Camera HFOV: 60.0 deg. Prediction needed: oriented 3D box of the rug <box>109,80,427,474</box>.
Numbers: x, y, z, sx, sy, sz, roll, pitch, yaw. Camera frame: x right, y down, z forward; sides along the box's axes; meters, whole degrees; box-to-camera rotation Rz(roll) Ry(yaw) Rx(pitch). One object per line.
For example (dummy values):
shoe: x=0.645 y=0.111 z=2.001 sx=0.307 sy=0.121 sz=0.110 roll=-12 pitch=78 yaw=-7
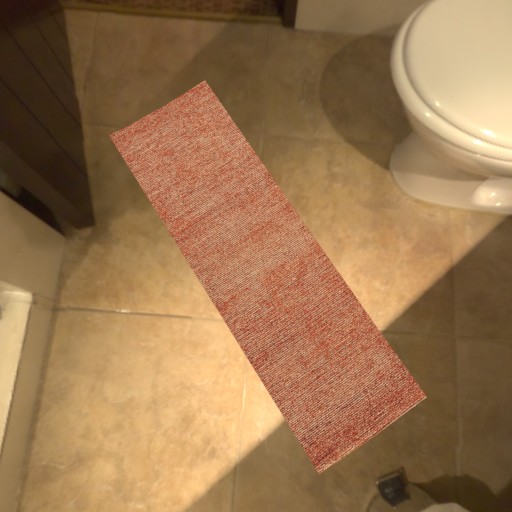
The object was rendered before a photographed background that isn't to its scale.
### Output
rug: x=0.000 y=0.000 z=2.608 sx=0.718 sy=0.013 sz=2.353 roll=-32 pitch=78 yaw=-7
